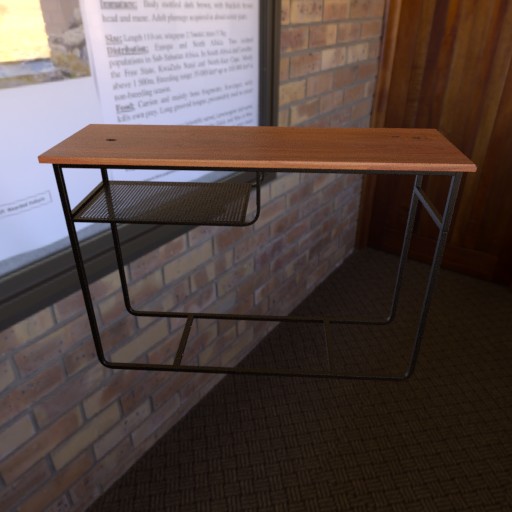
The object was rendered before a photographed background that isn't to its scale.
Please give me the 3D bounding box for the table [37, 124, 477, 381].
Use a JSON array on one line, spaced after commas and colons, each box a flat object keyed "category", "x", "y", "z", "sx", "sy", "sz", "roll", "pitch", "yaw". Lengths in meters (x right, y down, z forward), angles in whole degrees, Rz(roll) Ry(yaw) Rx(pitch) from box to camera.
[{"category": "table", "x": 0.000, "y": 0.000, "z": 1.444, "sx": 1.100, "sy": 0.750, "sz": 0.350, "roll": 2, "pitch": 30, "yaw": 3}]
